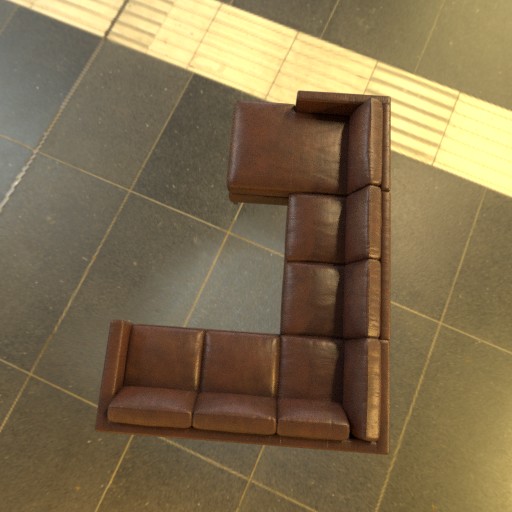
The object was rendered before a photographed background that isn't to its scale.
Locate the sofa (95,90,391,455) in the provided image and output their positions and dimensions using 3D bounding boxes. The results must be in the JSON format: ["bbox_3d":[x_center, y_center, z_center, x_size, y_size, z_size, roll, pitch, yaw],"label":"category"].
[{"bbox_3d":[0.000,0.000,4.317,2.452,0.891,3.324,4,77,1],"label":"sofa"}]
